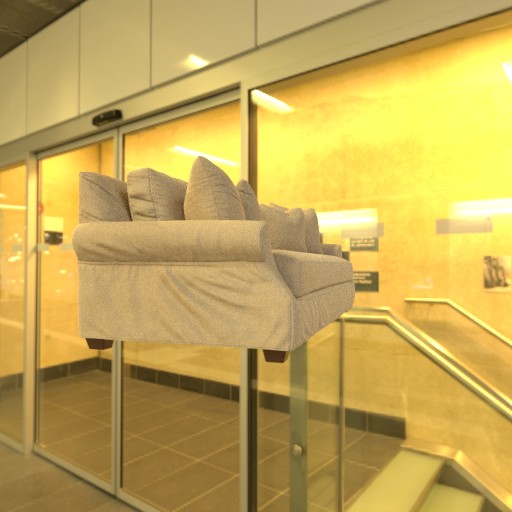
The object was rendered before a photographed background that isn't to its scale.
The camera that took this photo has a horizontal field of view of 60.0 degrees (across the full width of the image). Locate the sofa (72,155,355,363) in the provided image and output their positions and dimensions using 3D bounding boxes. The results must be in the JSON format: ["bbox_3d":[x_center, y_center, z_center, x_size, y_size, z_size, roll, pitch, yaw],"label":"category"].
[{"bbox_3d":[0.000,0.000,2.909,1.067,0.904,2.285,0,-1,19],"label":"sofa"}]
